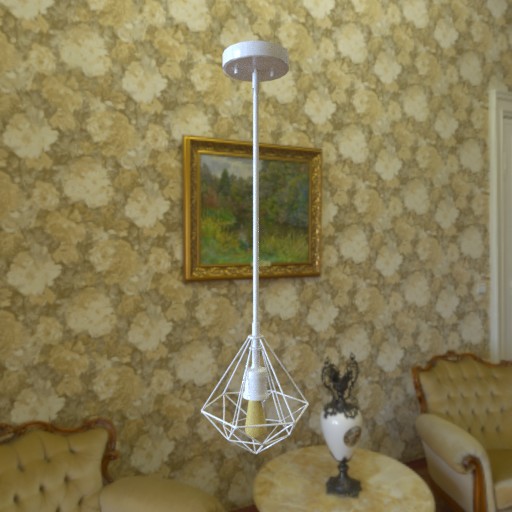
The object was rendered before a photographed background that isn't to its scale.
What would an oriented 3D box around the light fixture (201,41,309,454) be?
[{"bbox_3d":[0.000,0.000,1.970,0.431,1.764,0.487,0,1,20],"label":"light fixture"}]
